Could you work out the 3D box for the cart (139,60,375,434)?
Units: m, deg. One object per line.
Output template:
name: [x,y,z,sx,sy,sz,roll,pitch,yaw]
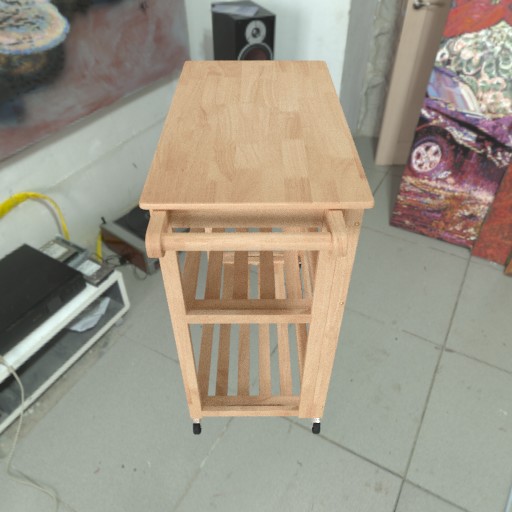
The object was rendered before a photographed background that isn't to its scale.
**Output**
cart: [0.000,0.000,1.351,0.432,0.879,0.853,0,42,0]
